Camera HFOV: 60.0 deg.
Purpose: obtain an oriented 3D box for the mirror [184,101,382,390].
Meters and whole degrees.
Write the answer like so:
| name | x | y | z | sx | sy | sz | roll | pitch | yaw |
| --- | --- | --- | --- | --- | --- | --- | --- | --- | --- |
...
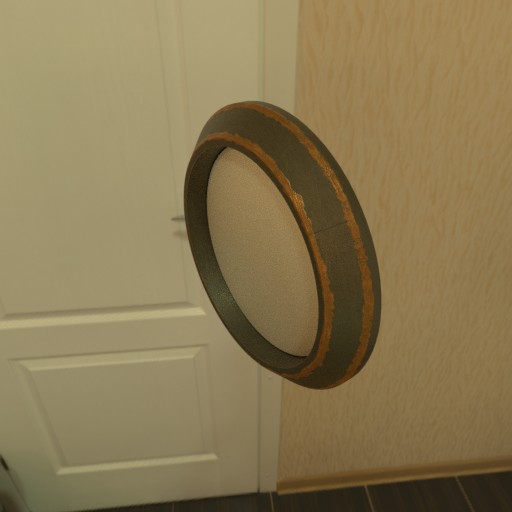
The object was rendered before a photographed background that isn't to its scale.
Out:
| name | x | y | z | sx | sy | sz | roll | pitch | yaw |
| --- | --- | --- | --- | --- | --- | --- | --- | --- | --- |
| mirror | 0.000 | 0.000 | 1.380 | 0.111 | 0.907 | 0.907 | -21 | 39 | -29 |
